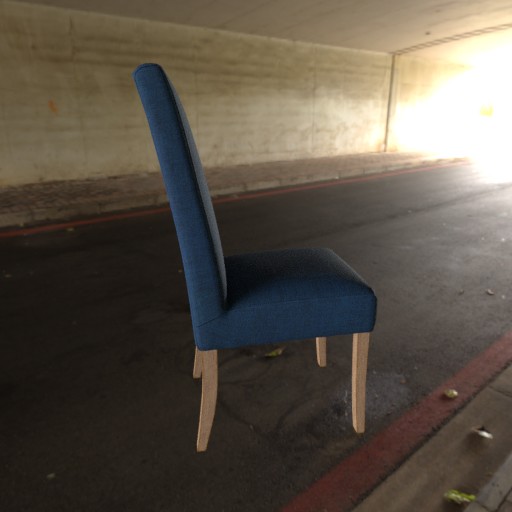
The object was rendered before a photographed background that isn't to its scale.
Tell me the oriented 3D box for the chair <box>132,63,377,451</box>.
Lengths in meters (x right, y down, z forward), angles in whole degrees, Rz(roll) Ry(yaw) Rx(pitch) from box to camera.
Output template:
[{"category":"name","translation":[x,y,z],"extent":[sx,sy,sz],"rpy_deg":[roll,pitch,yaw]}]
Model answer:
[{"category":"chair","translation":[0.000,0.000,1.340],"extent":[0.610,1.029,0.450],"rpy_deg":[-3,18,-9]}]
